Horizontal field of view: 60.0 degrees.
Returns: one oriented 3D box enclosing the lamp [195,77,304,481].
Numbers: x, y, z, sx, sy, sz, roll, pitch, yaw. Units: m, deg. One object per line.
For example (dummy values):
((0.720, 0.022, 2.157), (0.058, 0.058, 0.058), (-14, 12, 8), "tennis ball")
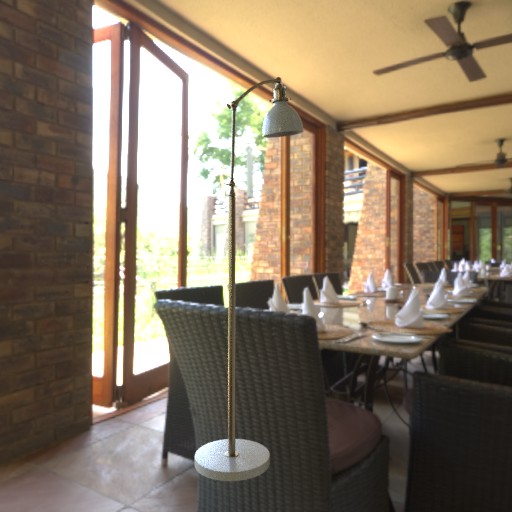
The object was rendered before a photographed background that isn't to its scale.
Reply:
((0.000, 0.000, 1.830), (0.288, 1.586, 0.599), (0, 0, 36), "lamp")
